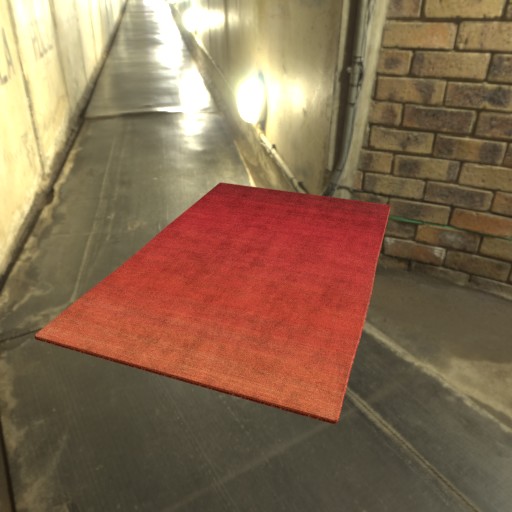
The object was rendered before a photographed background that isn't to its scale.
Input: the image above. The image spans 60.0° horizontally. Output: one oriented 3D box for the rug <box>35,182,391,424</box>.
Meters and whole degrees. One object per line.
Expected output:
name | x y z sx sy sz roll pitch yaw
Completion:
rug | 0.000 0.000 2.330 1.230 0.018 1.835 10 32 17
